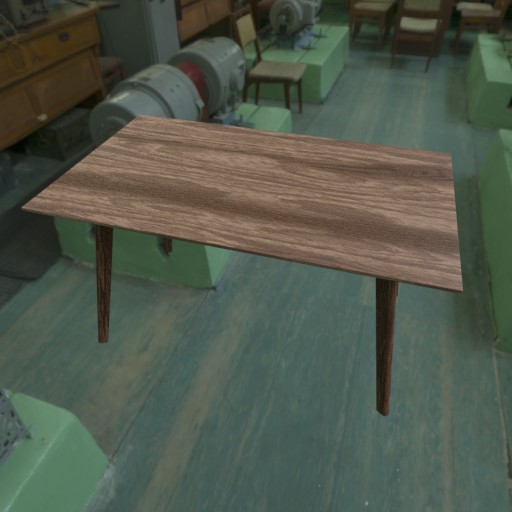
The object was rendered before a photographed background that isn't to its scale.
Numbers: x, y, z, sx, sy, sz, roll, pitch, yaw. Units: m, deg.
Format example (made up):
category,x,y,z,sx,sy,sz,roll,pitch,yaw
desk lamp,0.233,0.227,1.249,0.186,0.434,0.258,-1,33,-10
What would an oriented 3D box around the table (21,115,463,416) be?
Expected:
category,x,y,z,sx,sy,sz,roll,pitch,yaw
table,0.000,0.000,1.813,1.349,0.724,0.801,11,41,13
